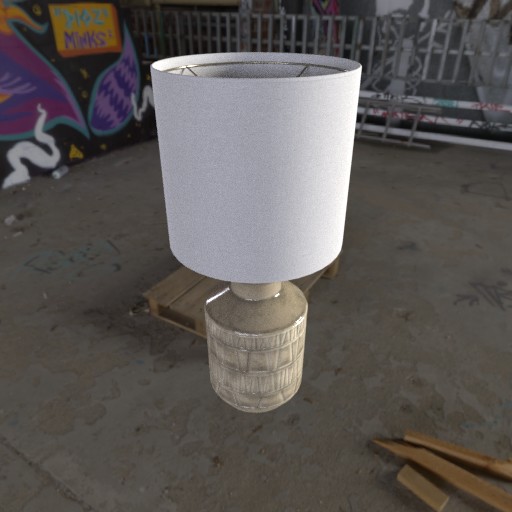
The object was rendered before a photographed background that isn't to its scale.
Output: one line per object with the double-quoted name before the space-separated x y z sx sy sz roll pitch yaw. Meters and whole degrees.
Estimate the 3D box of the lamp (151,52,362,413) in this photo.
"lamp" 0.000 0.000 0.565 0.211 0.455 0.211 -22 36 -32
